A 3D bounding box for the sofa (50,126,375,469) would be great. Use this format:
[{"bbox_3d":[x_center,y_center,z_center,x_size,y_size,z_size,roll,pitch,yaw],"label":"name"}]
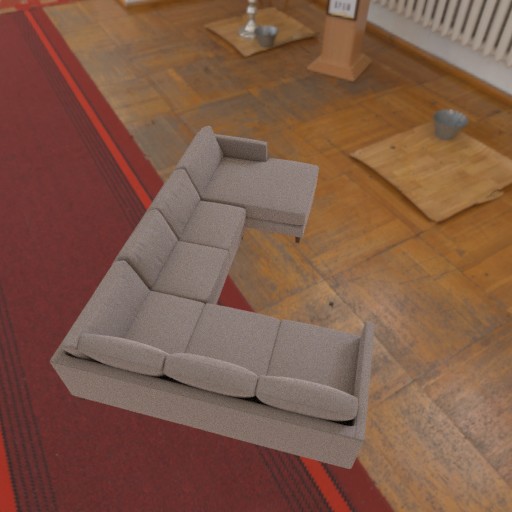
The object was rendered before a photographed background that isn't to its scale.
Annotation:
[{"bbox_3d":[0.000,0.000,4.521,2.424,0.865,3.438,11,48,10],"label":"sofa"}]
